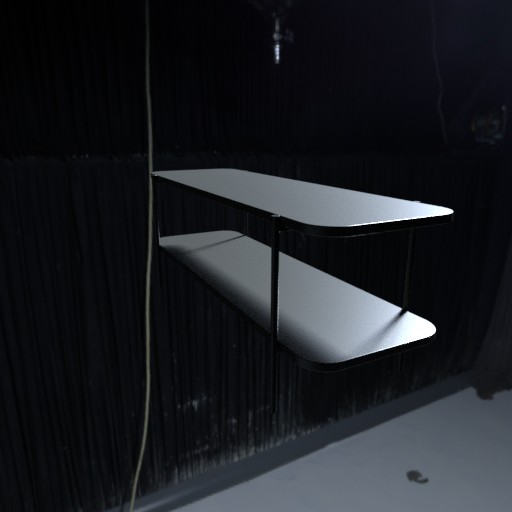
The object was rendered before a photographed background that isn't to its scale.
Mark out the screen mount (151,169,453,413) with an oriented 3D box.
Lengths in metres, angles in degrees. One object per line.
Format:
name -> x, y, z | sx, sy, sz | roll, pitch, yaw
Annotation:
screen mount -> 0.000, 0.000, 1.410 | 0.400, 0.447, 1.200 | -8, 18, -26
